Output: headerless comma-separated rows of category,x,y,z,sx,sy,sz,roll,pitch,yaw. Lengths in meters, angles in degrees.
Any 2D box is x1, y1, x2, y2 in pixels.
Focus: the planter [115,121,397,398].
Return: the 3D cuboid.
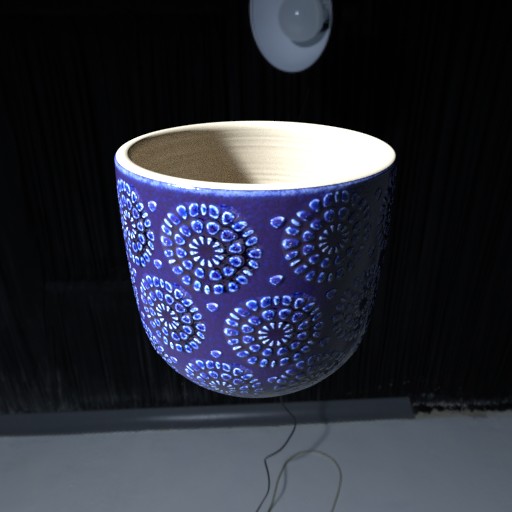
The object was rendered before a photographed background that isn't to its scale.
planter,0.000,0.000,0.298,0.165,0.149,0.165,0,27,0
